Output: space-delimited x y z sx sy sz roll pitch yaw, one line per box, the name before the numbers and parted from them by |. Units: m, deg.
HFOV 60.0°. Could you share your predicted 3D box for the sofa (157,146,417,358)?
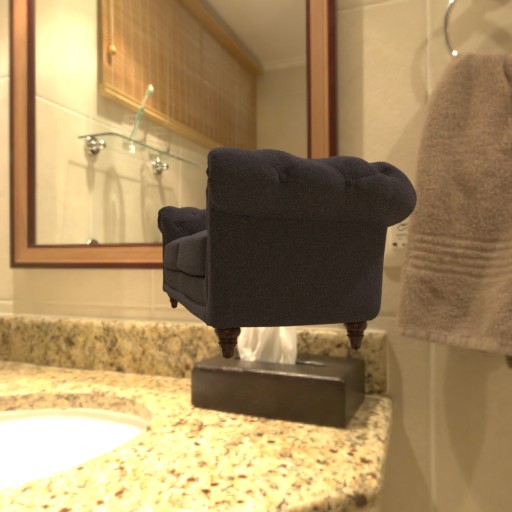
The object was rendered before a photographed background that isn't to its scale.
sofa | 0.000 0.000 2.807 1.046 0.836 2.335 0 0 -17
